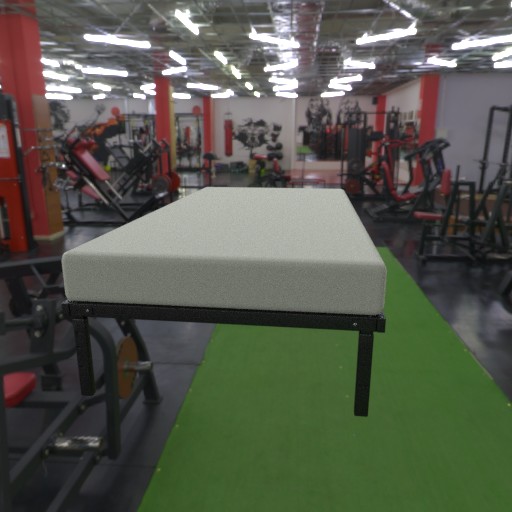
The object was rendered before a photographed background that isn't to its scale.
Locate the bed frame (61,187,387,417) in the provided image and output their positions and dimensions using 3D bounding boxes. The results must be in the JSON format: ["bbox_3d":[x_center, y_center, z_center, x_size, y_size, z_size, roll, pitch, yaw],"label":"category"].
[{"bbox_3d":[0.000,0.000,3.133,1.393,0.680,2.635,2,15,7],"label":"bed frame"}]
